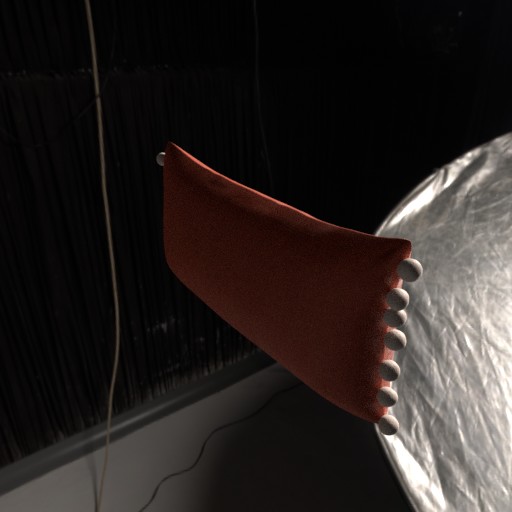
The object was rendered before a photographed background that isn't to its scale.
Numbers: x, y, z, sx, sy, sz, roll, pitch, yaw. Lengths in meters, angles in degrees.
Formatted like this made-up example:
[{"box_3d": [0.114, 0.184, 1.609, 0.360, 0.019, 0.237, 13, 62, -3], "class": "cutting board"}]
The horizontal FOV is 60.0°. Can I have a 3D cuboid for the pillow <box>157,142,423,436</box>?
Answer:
[{"box_3d": [0.000, 0.000, 0.838, 0.201, 0.322, 0.709, -18, 31, -32], "class": "pillow"}]
